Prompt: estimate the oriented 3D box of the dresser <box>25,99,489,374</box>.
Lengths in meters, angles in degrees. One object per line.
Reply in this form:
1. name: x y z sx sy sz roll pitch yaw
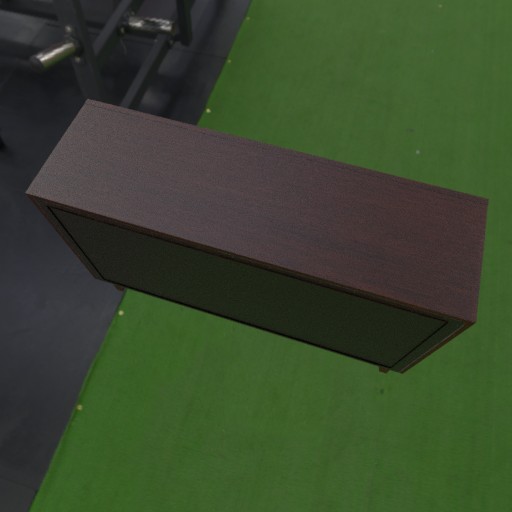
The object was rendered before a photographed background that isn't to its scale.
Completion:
1. dresser: 0.000 0.000 2.041 1.609 0.971 0.499 16 65 8
